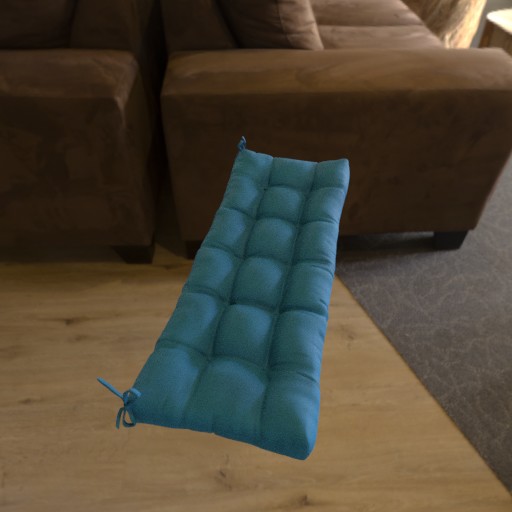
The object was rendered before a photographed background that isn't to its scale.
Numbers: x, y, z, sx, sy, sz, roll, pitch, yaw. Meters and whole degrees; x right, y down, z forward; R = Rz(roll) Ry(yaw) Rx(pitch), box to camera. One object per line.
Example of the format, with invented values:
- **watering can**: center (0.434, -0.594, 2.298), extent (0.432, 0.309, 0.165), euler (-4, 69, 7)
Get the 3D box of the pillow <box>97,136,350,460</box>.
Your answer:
- **pillow**: center (0.000, 0.000, 1.387), extent (0.511, 0.174, 1.194), euler (9, 46, 9)
